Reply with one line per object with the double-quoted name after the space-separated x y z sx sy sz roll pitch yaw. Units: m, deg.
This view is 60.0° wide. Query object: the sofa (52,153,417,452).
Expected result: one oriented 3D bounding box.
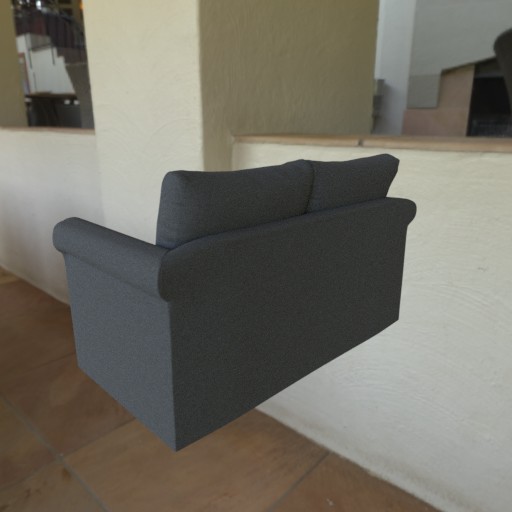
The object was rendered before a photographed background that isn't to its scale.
0.000 0.000 1.961 1.460 0.872 0.741 -16 23 -42 "sofa"
